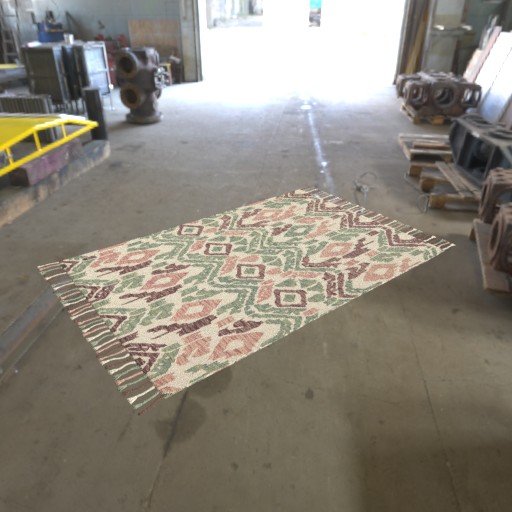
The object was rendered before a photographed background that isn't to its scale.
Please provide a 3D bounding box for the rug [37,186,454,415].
[{"bbox_3d":[0.000,0.000,2.997,2.438,0.011,1.524,-21,36,-32],"label":"rug"}]
